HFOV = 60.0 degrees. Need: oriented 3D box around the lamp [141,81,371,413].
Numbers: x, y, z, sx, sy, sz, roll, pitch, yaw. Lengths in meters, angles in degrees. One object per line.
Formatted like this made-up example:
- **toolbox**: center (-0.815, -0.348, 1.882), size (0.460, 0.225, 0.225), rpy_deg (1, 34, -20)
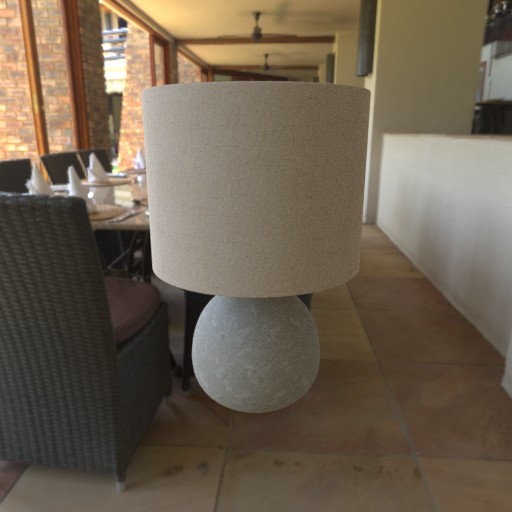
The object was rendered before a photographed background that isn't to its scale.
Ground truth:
- **lamp**: center (0.000, 0.000, 0.590), size (0.269, 0.409, 0.269), rpy_deg (2, 16, 7)
